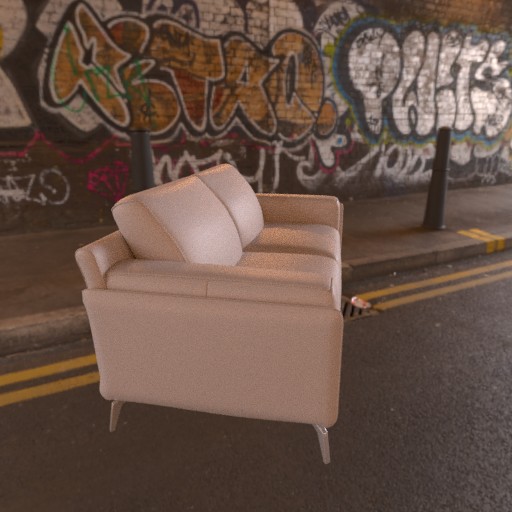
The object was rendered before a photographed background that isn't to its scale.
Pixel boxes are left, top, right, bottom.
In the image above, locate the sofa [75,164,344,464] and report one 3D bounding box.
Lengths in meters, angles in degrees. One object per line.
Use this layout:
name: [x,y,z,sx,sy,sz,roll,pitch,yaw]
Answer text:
sofa: [0.000,0.000,2.507,1.049,0.930,2.101,3,17,10]
